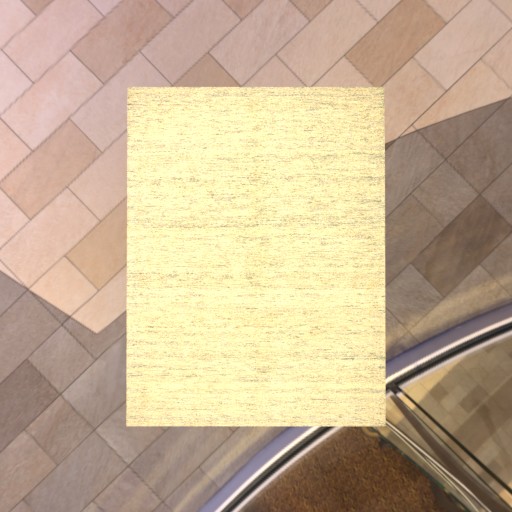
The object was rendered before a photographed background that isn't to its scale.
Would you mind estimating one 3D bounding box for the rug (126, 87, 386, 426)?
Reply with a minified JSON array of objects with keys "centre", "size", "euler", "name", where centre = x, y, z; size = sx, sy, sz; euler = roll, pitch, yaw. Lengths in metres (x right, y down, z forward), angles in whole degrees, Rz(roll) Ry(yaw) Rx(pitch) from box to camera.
[{"centre":[0.000,0.000,4.180],"size":[2.437,0.014,3.201],"euler":[0,89,0],"name":"rug"}]
